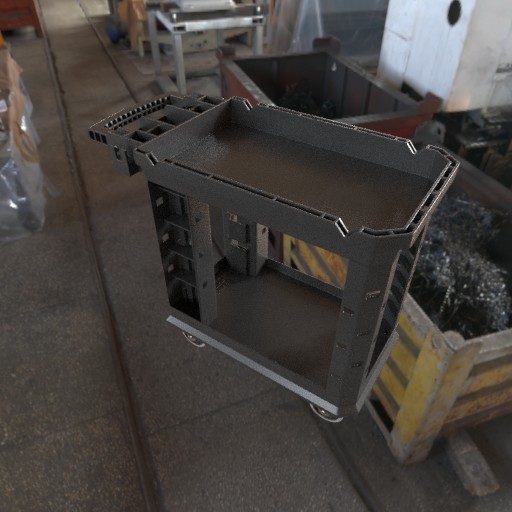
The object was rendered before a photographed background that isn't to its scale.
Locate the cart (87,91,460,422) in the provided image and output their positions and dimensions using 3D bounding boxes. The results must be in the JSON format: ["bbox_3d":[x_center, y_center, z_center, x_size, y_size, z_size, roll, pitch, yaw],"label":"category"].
[{"bbox_3d":[0.000,0.000,1.575,1.061,0.884,0.497,23,45,25],"label":"cart"}]
